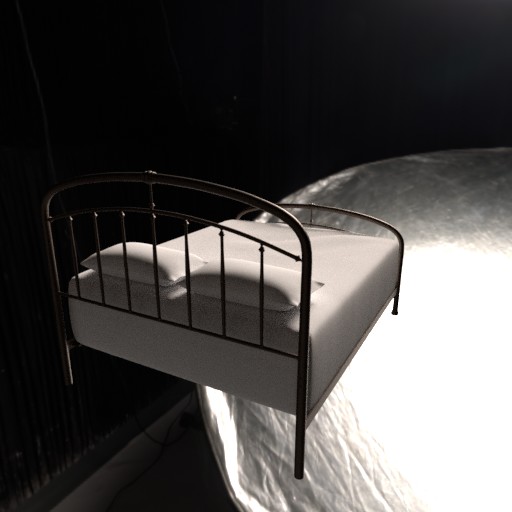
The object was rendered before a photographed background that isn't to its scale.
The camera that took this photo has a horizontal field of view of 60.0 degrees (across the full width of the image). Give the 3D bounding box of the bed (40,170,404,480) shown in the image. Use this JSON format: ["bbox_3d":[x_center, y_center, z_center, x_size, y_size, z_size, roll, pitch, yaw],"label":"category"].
[{"bbox_3d":[0.000,0.000,3.214,1.711,1.425,2.180,9,19,27],"label":"bed"}]
